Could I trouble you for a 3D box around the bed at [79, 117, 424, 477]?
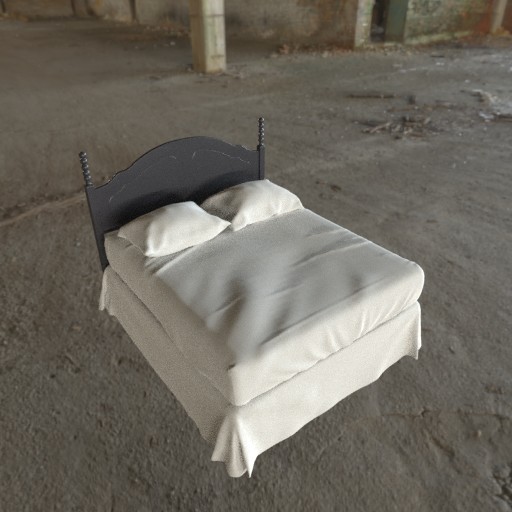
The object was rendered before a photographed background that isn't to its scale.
[{"bbox_3d":[0.000,0.000,3.228,1.873,1.356,2.040,-21,37,-31],"label":"bed"}]
